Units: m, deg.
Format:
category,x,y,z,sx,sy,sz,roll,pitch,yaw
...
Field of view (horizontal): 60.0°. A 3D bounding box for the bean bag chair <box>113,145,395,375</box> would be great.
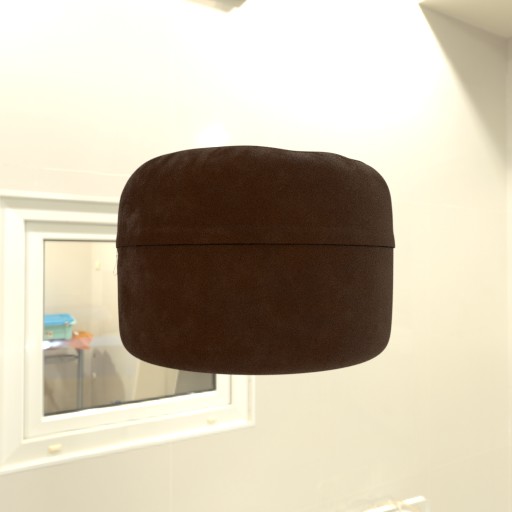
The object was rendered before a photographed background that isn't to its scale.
category,x,y,z,sx,sy,sz,roll,pitch,yaw
bean bag chair,0.000,0.000,1.525,0.918,0.616,0.918,0,-1,0
